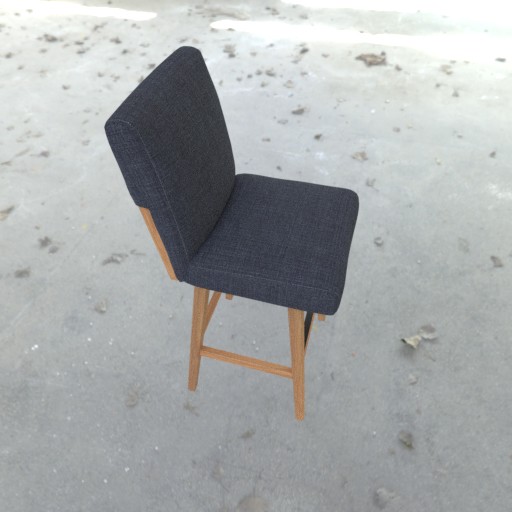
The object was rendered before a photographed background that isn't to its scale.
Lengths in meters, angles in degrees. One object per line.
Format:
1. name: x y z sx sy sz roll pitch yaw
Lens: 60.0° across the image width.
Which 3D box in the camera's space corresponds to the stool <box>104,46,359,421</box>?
1. stool: 0.000 0.000 1.406 0.570 1.112 0.483 12 48 11
